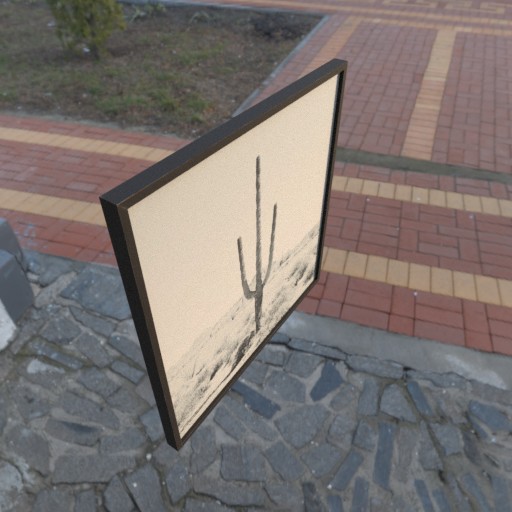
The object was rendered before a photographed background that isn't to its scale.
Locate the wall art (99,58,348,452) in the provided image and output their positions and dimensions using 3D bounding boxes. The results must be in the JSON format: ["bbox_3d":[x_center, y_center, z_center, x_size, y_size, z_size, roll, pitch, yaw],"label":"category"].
[{"bbox_3d":[0.000,0.000,1.128,0.038,0.762,0.762,24,47,25],"label":"wall art"}]
